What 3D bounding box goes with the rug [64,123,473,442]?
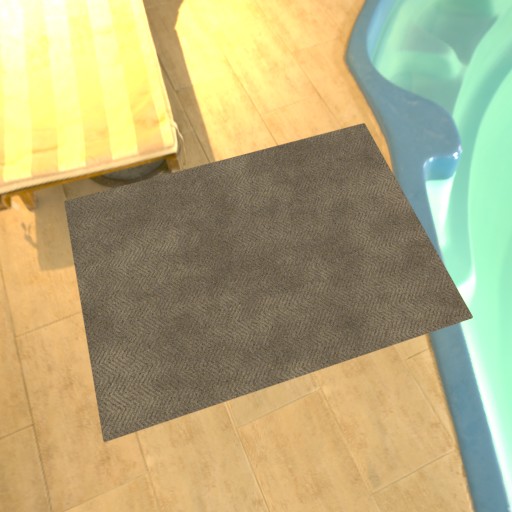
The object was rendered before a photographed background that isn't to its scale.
[{"bbox_3d":[0.000,0.000,2.849,2.235,0.008,1.600,-16,65,-8],"label":"rug"}]
